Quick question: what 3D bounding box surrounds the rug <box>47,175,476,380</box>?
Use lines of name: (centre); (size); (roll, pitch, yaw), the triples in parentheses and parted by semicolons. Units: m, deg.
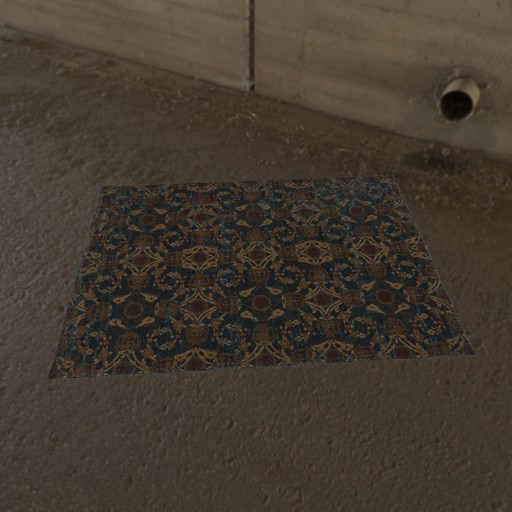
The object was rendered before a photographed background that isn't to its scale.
rug: (0.000, 0.000, 4.185); (3.291, 0.013, 2.337); (-3, 47, -3)
